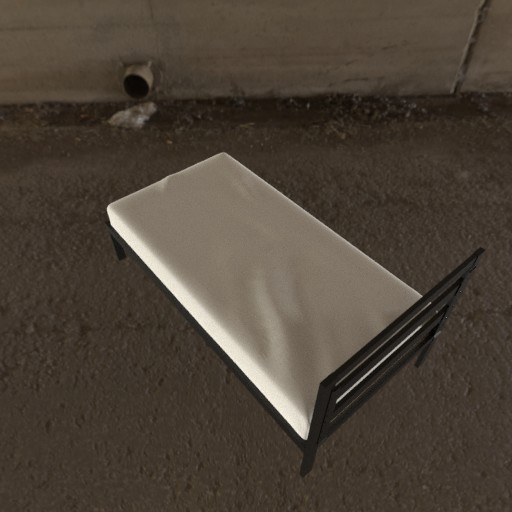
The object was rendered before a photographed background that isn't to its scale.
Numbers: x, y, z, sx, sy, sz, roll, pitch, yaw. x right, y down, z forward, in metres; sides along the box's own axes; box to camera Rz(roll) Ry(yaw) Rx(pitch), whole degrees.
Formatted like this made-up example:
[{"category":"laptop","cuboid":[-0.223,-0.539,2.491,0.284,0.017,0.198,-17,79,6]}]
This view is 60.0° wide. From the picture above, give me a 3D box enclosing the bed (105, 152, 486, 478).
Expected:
[{"category":"bed","cuboid":[0.000,0.000,2.546,0.991,0.967,1.930,-32,55,-26]}]
